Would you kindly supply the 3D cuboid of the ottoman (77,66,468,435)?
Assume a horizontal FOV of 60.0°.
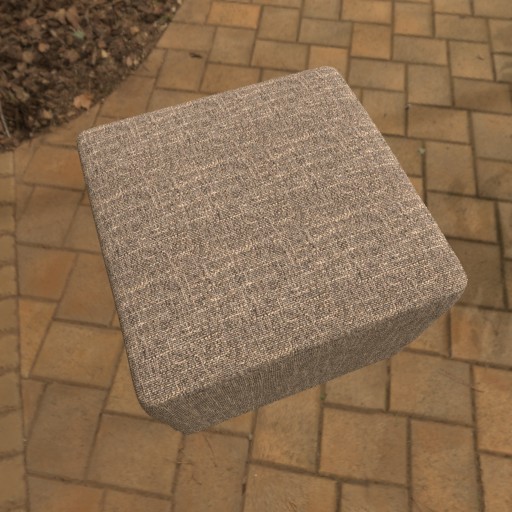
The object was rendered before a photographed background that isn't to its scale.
[{"bbox_3d":[0.000,0.000,0.891,0.521,0.453,0.512,-18,65,-9],"label":"ottoman"}]
